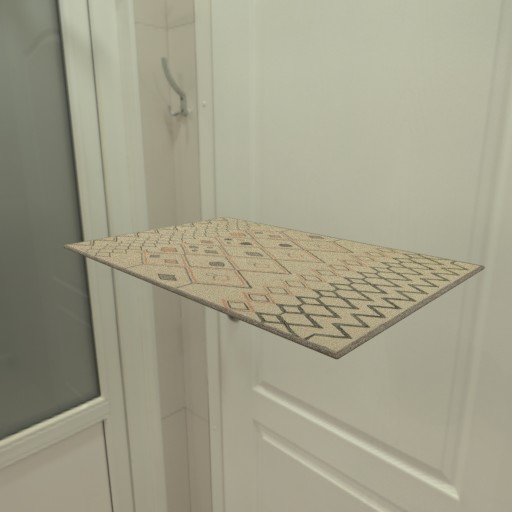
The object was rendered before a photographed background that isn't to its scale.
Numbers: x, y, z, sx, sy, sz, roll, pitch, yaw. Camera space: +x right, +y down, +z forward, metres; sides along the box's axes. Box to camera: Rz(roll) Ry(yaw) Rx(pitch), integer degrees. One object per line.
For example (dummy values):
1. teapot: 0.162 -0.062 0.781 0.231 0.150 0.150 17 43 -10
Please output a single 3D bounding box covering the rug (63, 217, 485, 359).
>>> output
1. rug: 0.000 0.000 2.282 1.829 0.016 1.219 15 21 42
